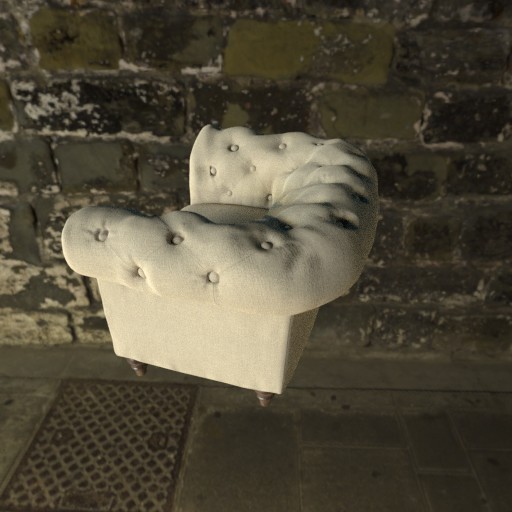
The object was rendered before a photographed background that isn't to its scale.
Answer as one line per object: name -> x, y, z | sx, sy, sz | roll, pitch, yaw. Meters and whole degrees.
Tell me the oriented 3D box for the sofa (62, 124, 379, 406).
sofa -> 0.000, 0.000, 2.053 | 1.034, 0.878, 1.405 | 9, 32, 14
